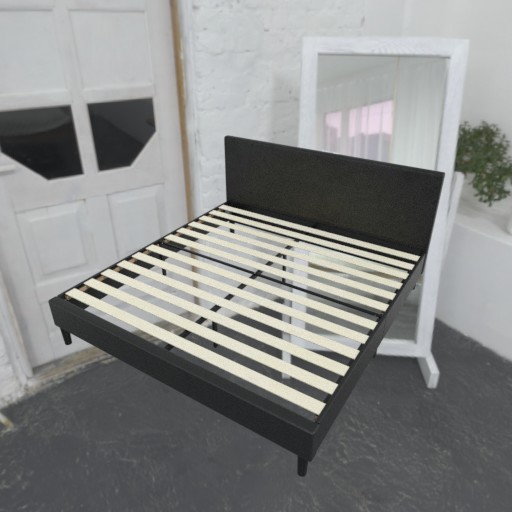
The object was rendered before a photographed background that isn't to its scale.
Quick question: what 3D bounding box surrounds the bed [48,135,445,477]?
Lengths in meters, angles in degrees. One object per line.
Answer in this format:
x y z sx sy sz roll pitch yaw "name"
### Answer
0.000 0.000 3.278 2.018 1.046 2.152 18 34 28 "bed"
